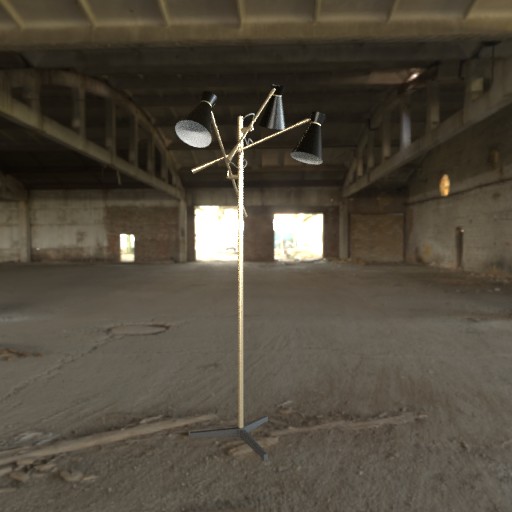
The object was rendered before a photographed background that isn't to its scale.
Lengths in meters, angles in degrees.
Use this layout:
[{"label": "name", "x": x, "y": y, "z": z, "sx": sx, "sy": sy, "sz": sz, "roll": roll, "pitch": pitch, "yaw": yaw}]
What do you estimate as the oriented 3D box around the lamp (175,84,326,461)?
[{"label": "lamp", "x": 0.000, "y": 0.000, "z": 2.136, "sx": 0.653, "sy": 1.804, "sz": 0.750, "roll": 0, "pitch": 2, "yaw": 1}]
